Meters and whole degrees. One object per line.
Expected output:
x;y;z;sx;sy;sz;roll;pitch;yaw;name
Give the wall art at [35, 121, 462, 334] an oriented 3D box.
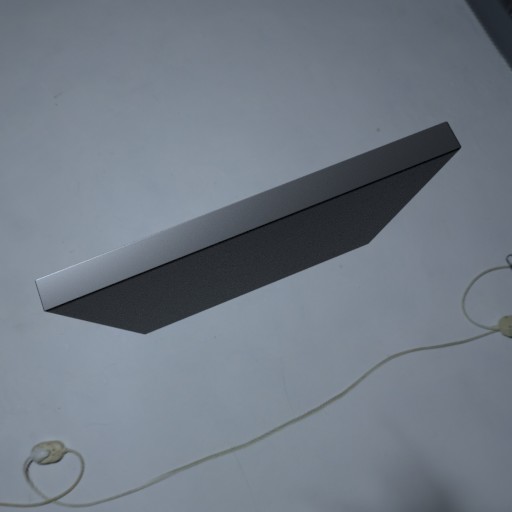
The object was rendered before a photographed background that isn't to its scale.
0.000;0.000;0.536;0.380;0.330;0.028;-22;78;-5;wall art
